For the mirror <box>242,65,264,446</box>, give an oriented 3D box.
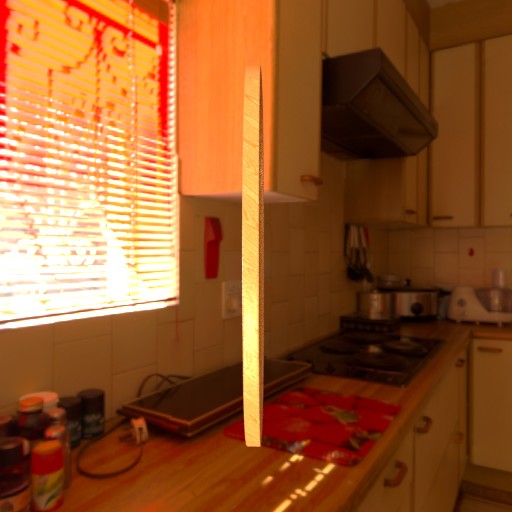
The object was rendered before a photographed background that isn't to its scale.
[{"bbox_3d":[0.000,0.000,1.350,0.037,1.075,0.724,0,1,2],"label":"mirror"}]
